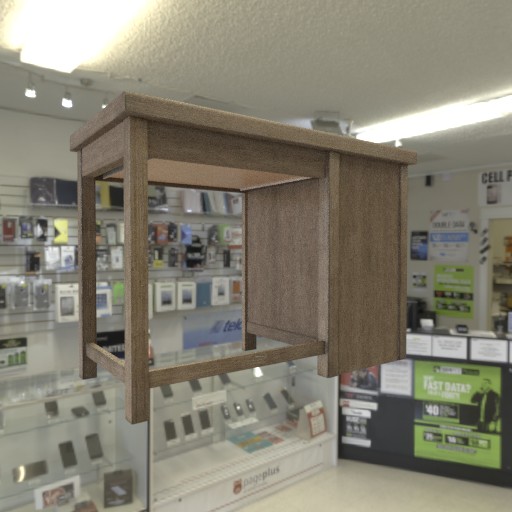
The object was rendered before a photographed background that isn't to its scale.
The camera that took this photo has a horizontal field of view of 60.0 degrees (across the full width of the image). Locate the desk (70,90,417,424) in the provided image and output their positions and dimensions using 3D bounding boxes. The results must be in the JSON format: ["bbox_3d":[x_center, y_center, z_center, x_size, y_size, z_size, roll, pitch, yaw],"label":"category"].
[{"bbox_3d":[0.000,0.000,1.806,1.289,0.912,0.610,-1,2,-36],"label":"desk"}]
